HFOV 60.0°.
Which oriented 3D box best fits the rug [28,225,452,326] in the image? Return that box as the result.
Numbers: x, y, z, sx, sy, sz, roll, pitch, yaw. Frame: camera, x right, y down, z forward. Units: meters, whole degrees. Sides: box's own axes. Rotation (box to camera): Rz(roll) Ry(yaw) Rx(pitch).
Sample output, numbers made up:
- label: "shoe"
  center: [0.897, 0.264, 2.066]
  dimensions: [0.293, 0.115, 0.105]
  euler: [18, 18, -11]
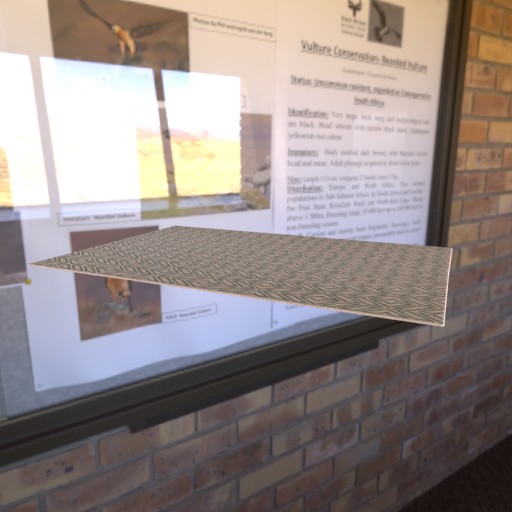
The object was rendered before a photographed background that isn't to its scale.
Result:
- label: "rug"
  center: [0.000, 0.000, 2.275]
  dimensions: [1.828, 0.007, 1.220]
  euler: [6, 15, 24]
